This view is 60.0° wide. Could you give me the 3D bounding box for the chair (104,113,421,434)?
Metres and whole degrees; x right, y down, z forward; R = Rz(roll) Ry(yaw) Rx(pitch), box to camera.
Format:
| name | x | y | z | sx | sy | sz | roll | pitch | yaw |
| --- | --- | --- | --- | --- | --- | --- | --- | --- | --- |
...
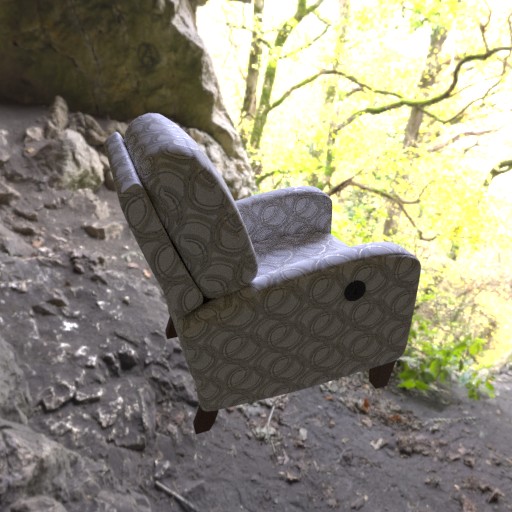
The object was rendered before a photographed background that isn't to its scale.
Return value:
| name | x | y | z | sx | sy | sz | roll | pitch | yaw |
| --- | --- | --- | --- | --- | --- | --- | --- | --- | --- |
| chair | 0.000 | 0.000 | 1.772 | 0.995 | 1.065 | 0.796 | -10 | 30 | -18 |
